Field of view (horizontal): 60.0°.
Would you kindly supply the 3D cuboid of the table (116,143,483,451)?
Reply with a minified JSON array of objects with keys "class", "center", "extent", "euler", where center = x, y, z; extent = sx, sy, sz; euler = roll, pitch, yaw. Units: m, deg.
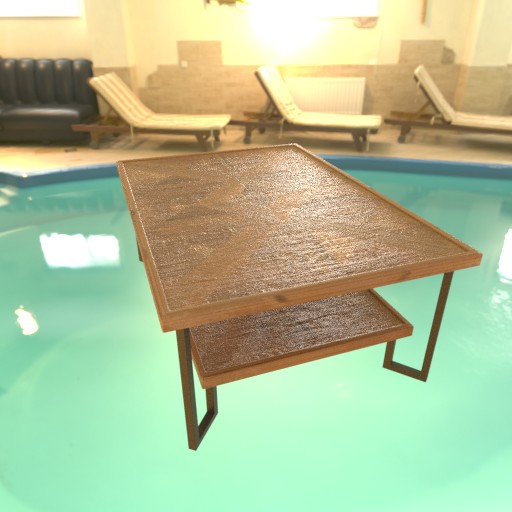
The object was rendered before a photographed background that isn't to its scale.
[{"class":"table","center":[0.000,0.000,1.706],"extent":[0.877,0.492,1.238],"euler":[-10,30,-17]}]
